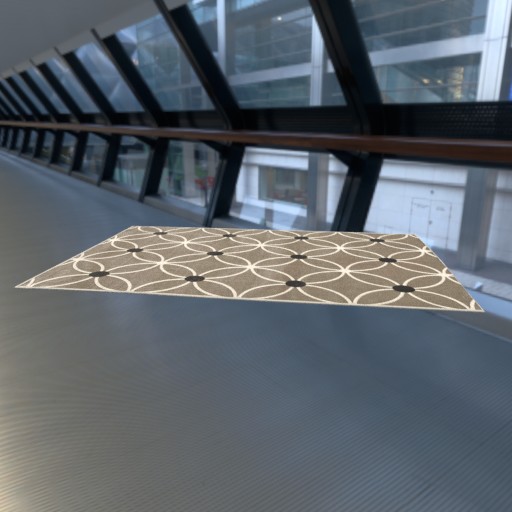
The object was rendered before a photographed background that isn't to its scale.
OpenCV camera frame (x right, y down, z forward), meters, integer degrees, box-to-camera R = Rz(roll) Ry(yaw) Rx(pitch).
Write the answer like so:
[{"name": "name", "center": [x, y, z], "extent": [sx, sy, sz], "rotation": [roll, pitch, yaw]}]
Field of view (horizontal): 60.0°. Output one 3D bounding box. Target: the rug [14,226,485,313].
[{"name": "rug", "center": [0.000, 0.000, 2.832], "extent": [2.284, 0.008, 1.522], "rotation": [2, 16, 8]}]
